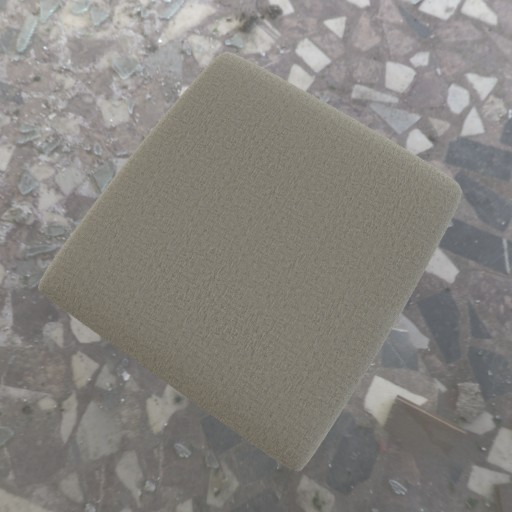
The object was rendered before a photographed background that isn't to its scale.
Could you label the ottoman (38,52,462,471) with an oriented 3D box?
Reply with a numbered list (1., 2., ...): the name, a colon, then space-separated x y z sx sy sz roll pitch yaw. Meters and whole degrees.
1. ottoman: 0.000 0.000 1.039 0.648 0.399 0.655 33 78 8
